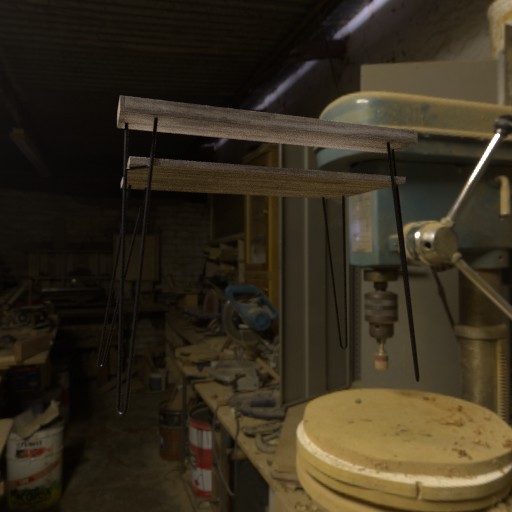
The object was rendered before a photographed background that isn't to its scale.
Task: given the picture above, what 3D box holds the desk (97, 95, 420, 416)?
[{"bbox_3d":[0.000,0.000,1.682,1.135,0.899,0.605,0,0,-20],"label":"desk"}]
